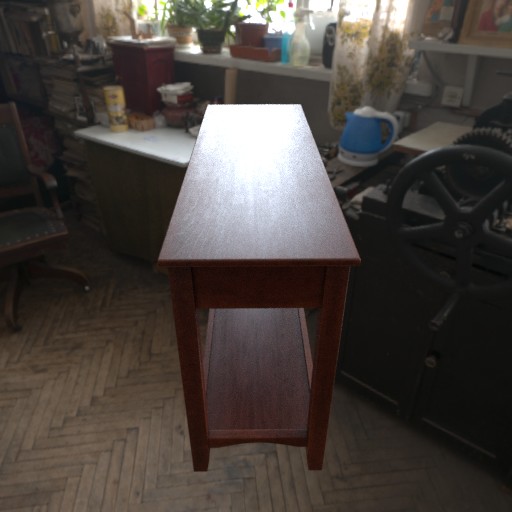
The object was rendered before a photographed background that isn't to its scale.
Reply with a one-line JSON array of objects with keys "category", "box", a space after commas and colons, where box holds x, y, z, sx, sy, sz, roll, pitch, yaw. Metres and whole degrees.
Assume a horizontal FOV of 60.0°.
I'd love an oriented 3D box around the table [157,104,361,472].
[{"category": "table", "box": [0.000, 0.000, 1.543, 0.392, 0.739, 1.188, 0, 33, -1]}]
